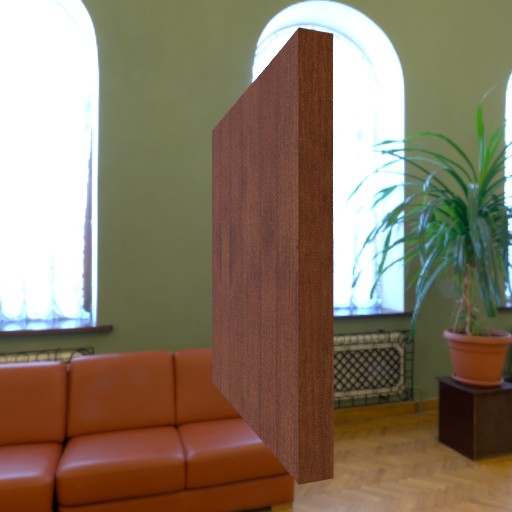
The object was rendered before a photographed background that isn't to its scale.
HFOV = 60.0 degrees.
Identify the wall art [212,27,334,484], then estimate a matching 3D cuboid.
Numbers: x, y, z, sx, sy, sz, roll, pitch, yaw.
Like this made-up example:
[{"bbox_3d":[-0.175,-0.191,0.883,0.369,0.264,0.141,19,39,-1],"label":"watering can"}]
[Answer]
[{"bbox_3d":[0.000,0.000,0.621,0.039,0.449,0.377,0,0,-19],"label":"wall art"}]
